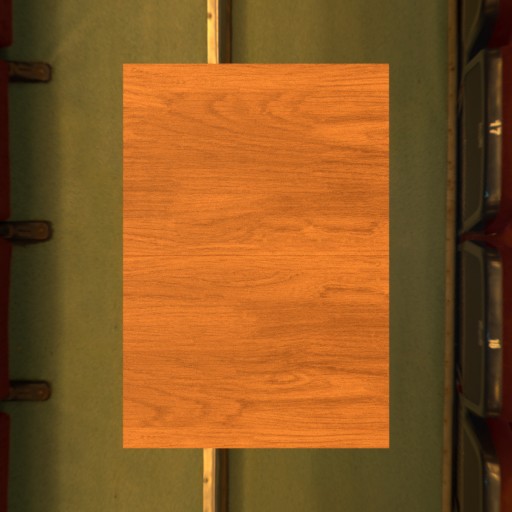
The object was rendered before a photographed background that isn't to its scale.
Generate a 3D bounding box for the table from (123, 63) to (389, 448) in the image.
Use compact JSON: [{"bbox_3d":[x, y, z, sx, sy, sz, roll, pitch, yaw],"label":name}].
[{"bbox_3d":[0.000,0.000,1.882,0.900,0.770,1.300,0,90,0],"label":"table"}]
